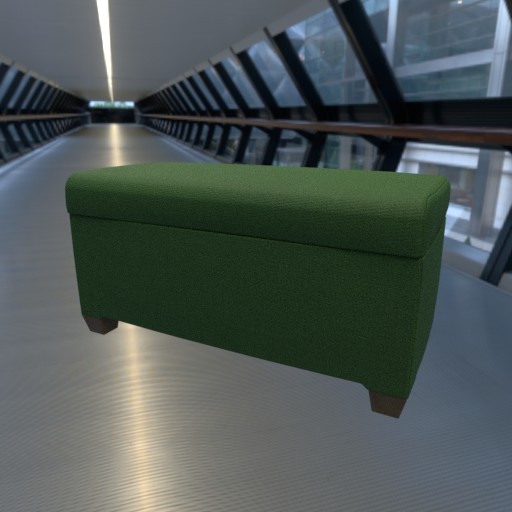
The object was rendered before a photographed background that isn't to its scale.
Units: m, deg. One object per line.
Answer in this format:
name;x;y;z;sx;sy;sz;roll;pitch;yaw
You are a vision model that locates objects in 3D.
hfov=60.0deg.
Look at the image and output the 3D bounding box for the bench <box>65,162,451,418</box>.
bench;0.000;0.000;1.290;0.989;0.501;0.505;8;19;26
